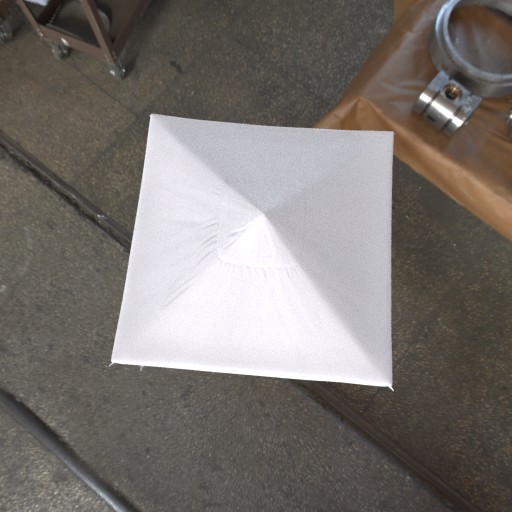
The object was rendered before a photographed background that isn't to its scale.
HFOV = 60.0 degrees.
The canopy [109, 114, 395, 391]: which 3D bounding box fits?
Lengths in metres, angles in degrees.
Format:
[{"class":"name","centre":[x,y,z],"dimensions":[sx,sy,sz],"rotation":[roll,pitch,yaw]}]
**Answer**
[{"class":"canopy","centre":[0.000,0.000,5.554],"dimensions":[3.121,2.997,3.043],"rotation":[5,75,1]}]
